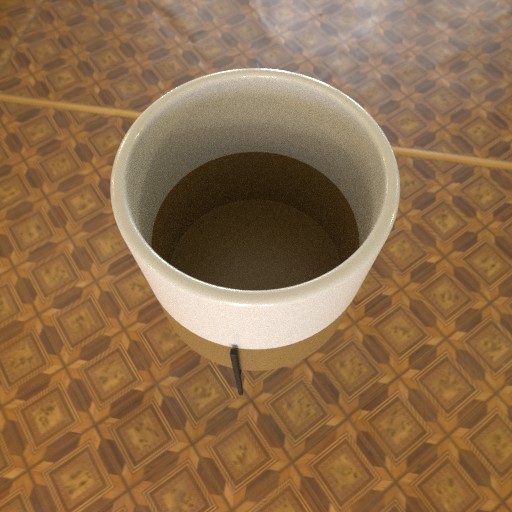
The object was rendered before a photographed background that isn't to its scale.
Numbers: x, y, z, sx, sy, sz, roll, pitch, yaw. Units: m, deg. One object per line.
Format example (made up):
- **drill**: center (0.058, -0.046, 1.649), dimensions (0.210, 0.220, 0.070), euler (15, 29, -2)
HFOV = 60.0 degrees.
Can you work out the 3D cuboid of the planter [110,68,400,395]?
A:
- **planter**: center (0.000, 0.000, 0.654), dimensions (0.310, 0.432, 0.310), euler (-33, 68, -15)
